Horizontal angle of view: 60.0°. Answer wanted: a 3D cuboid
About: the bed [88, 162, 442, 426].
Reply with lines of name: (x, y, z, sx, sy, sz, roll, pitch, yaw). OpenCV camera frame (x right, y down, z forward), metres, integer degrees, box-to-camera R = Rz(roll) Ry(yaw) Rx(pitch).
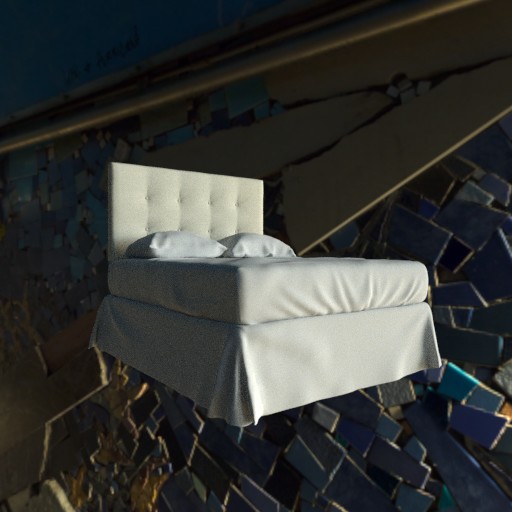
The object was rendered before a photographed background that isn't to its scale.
bed: (0.000, 0.000, 3.447, 1.936, 1.577, 2.222, -1, 1, -37)
